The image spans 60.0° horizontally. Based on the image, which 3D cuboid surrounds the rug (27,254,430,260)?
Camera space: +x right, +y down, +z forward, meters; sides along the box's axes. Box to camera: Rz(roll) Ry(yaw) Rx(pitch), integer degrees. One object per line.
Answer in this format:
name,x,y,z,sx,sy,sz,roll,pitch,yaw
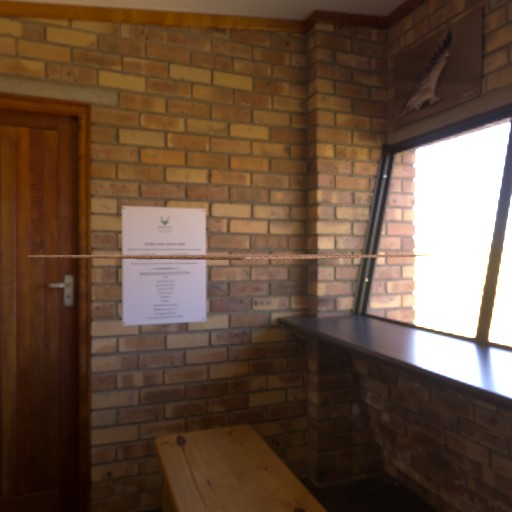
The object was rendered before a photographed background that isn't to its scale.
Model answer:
rug,0.000,0.000,2.825,1.566,0.013,2.141,0,0,37
